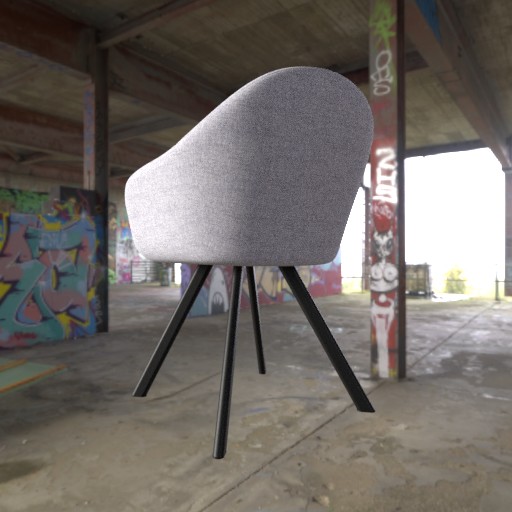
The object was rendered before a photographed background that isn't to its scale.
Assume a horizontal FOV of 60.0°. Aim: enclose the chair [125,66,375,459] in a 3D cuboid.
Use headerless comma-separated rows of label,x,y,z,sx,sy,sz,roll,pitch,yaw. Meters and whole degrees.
chair,0.000,0.000,1.142,0.540,0.780,0.570,0,0,-35
